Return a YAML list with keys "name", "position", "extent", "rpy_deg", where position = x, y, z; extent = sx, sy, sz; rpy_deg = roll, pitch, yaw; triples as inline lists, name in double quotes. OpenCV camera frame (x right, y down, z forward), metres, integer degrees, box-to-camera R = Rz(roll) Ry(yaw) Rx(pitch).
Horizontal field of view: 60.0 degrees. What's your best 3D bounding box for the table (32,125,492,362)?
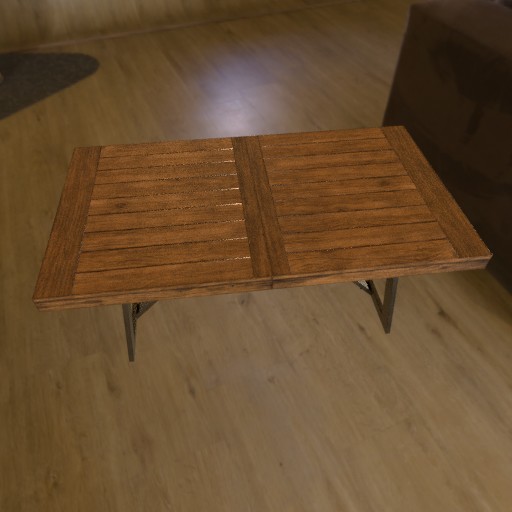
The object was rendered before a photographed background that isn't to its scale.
- name: "table"
  position: [0.000, 0.000, 2.157]
  extent: [1.641, 0.757, 0.931]
  rpy_deg: [-5, 46, -5]
